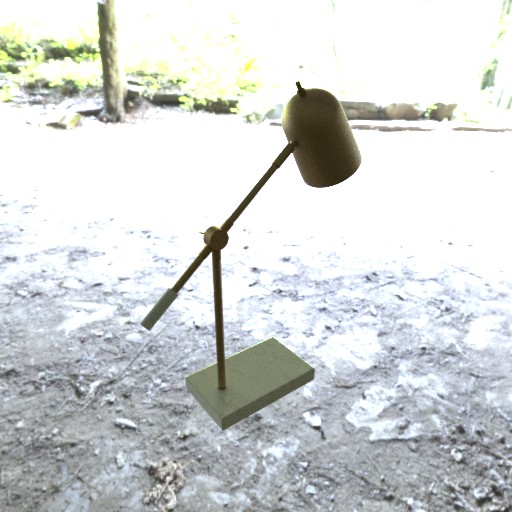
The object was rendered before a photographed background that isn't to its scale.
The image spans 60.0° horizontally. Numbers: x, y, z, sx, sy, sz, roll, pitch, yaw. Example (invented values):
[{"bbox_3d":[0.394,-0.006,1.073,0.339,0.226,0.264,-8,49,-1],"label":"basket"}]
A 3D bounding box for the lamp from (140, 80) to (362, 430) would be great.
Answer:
[{"bbox_3d":[0.000,0.000,0.829,0.471,0.603,0.144,-18,31,-33],"label":"lamp"}]
